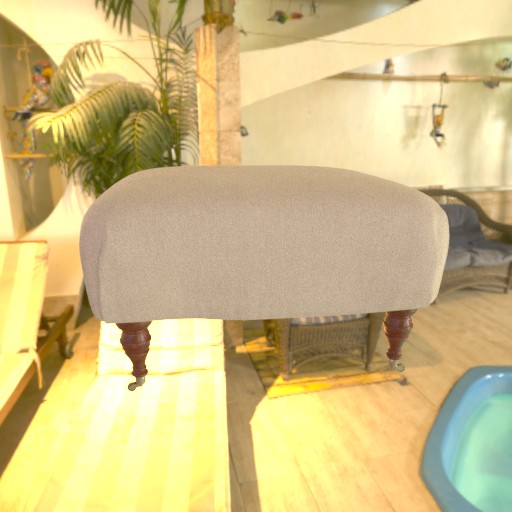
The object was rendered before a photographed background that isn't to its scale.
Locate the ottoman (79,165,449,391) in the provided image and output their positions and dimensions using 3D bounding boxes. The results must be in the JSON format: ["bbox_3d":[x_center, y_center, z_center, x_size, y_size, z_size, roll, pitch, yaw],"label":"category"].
[{"bbox_3d":[0.000,0.000,1.139,0.746,0.450,0.622,-2,16,-7],"label":"ottoman"}]
